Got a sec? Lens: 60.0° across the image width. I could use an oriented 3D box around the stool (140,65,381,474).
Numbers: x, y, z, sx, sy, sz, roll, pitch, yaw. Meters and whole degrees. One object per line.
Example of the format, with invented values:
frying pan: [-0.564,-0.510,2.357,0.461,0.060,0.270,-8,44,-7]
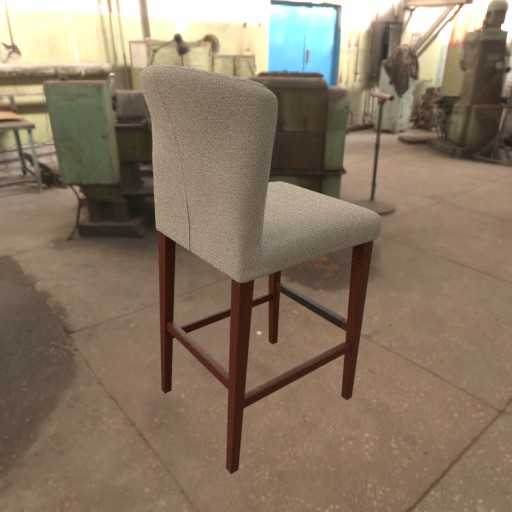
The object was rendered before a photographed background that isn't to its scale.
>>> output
stool: [0.000,0.000,1.341,0.568,1.069,0.481,-17,30,-33]
